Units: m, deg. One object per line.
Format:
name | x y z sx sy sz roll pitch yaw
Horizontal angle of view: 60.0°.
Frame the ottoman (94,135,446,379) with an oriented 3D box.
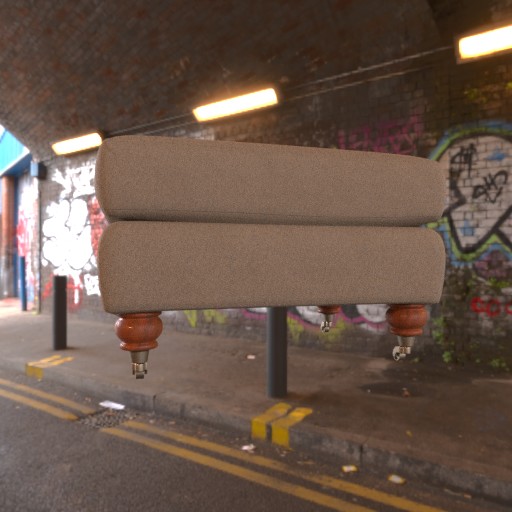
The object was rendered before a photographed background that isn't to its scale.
ottoman | 0.000 0.000 1.158 0.773 0.504 0.569 0 0 -16
